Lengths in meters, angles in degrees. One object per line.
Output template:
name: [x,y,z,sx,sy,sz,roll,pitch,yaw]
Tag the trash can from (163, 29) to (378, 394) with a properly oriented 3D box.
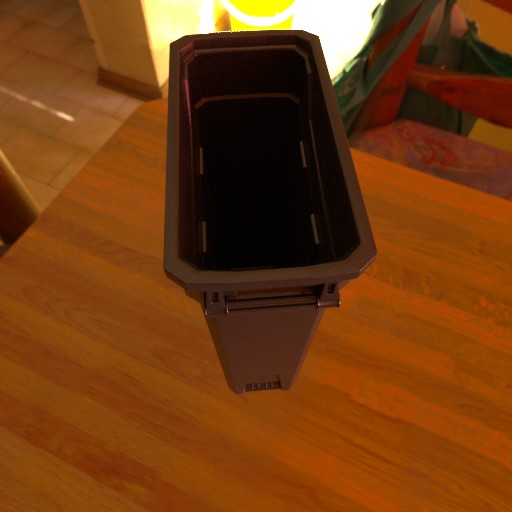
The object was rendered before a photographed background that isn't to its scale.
trash can: [0.000,0.000,1.026,0.281,0.762,0.559,-4,59,-3]
